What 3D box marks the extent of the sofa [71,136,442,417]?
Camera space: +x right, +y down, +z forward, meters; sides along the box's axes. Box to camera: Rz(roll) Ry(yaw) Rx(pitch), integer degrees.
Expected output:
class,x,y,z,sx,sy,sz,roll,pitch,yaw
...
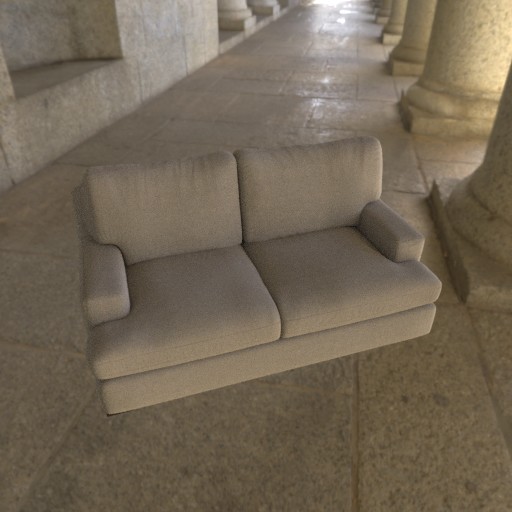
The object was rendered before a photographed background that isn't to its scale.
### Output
class,x,y,z,sx,sy,sz,roll,pitch,yaw
sofa,0.000,0.000,2.443,1.855,0.980,0.962,-10,35,-15
